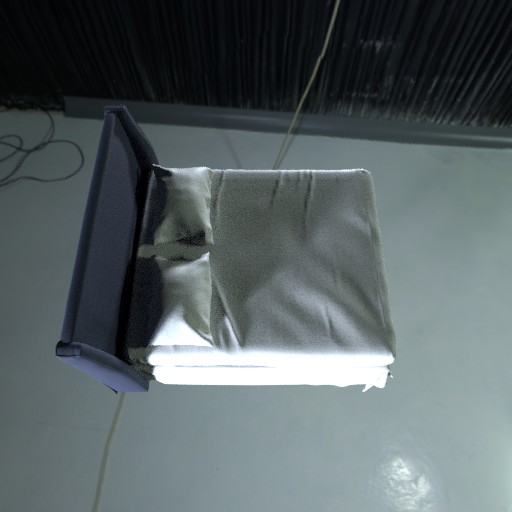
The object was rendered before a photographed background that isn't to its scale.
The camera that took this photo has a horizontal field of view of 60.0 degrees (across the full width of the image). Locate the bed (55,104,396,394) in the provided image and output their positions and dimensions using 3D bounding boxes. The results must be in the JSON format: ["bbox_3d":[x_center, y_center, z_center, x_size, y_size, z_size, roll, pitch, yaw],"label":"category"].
[{"bbox_3d":[0.000,0.000,3.470,2.276,1.332,1.925,0,64,0],"label":"bed"}]
